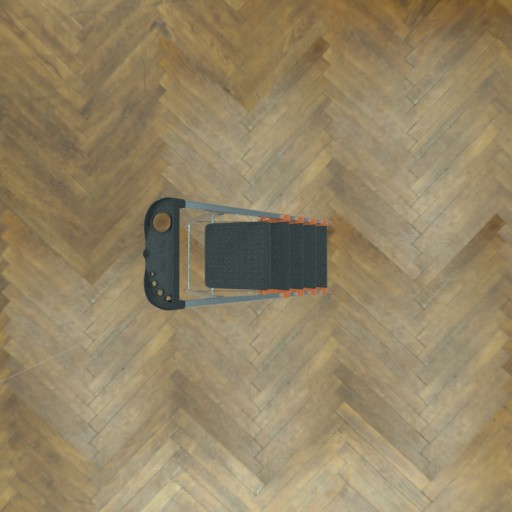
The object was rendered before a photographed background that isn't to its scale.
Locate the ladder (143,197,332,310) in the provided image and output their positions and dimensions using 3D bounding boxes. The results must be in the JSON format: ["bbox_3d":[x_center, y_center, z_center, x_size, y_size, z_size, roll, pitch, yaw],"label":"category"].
[{"bbox_3d":[0.000,0.000,2.142,0.995,1.646,0.480,0,90,1],"label":"ladder"}]
